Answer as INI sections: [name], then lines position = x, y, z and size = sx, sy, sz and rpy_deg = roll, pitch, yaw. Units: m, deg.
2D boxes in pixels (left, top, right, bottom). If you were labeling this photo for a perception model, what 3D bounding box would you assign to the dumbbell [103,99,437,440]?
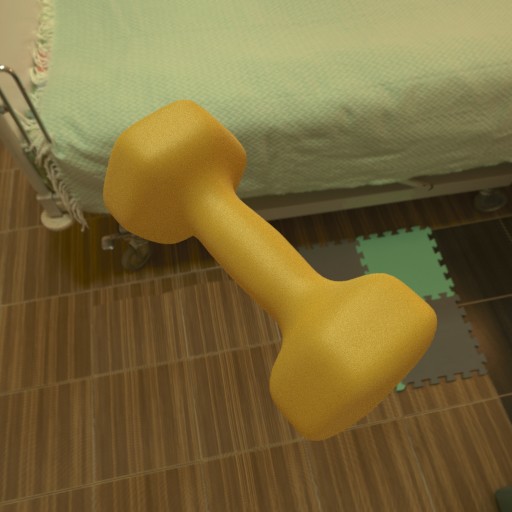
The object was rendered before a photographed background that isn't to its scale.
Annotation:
[dumbbell]
position = 0.000, 0.000, 0.239
size = 0.090, 0.082, 0.190
rpy_deg = -36, 67, -19
